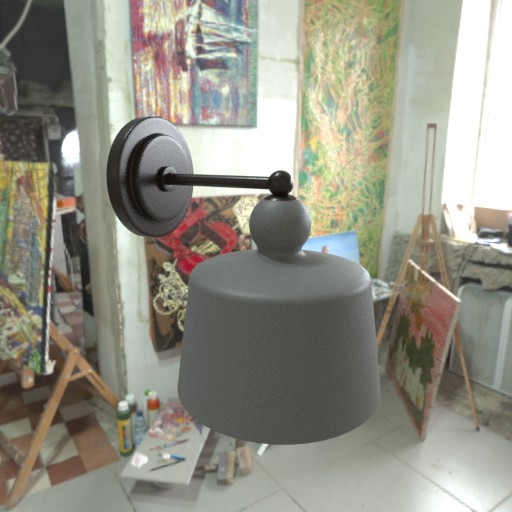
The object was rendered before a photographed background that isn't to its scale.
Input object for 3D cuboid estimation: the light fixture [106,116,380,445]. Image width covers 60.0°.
[{"bbox_3d":[0.000,0.000,0.435,0.254,0.268,0.204,7,16,26],"label":"light fixture"}]
